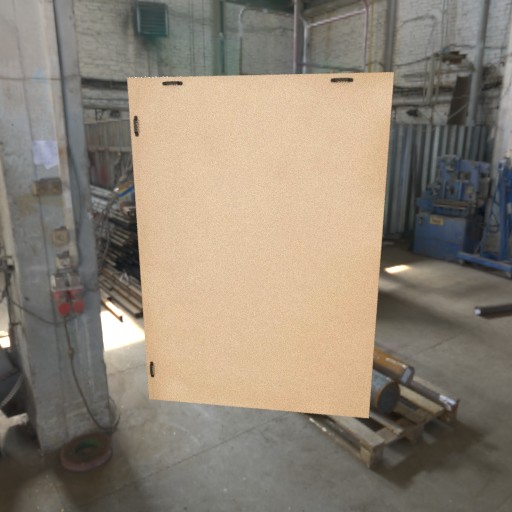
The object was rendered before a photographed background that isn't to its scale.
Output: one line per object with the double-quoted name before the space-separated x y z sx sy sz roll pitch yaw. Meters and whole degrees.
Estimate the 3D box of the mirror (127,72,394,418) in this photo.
"mirror" 0.000 0.000 0.936 0.507 0.710 0.040 2 15 8
